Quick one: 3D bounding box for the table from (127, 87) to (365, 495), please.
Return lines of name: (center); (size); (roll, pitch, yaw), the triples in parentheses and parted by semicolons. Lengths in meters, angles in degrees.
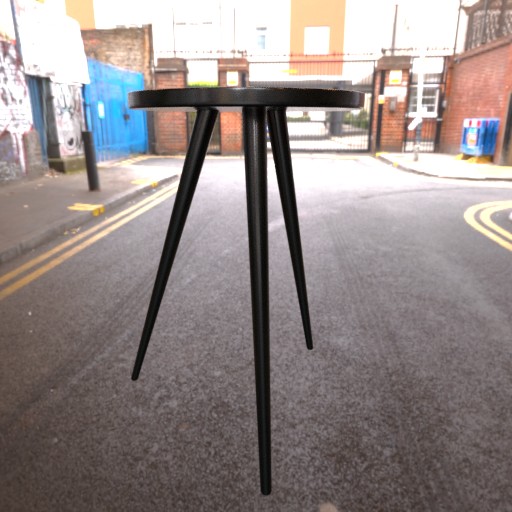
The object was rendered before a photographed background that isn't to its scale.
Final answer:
table: (0.000, 0.000, 0.806); (0.403, 0.548, 0.415); (16, 23, 42)
